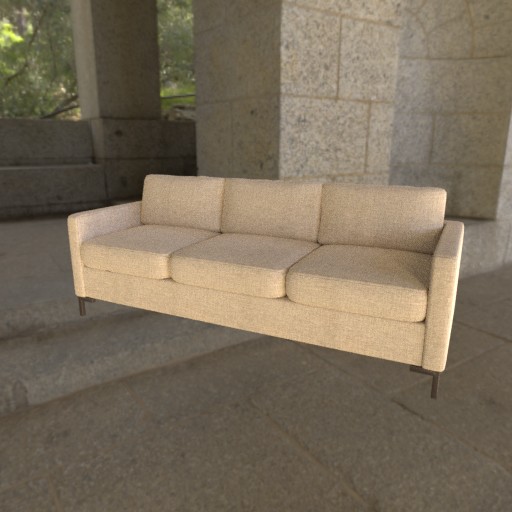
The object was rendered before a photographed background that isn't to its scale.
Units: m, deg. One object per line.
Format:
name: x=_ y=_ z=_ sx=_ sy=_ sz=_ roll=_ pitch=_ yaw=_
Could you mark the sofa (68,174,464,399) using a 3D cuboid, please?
sofa: x=0.000 y=0.000 z=2.668 sx=2.218 sy=0.874 sz=0.859 roll=7 pitch=17 yaw=25
